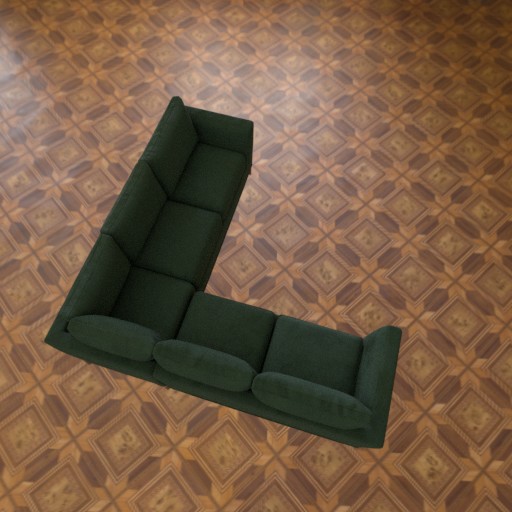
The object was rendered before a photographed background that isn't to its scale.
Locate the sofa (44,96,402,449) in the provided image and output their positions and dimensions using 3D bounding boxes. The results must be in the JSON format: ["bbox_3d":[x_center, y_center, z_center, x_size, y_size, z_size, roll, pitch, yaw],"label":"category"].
[{"bbox_3d":[0.000,0.000,3.763,2.468,1.004,2.452,15,64,7],"label":"sofa"}]
